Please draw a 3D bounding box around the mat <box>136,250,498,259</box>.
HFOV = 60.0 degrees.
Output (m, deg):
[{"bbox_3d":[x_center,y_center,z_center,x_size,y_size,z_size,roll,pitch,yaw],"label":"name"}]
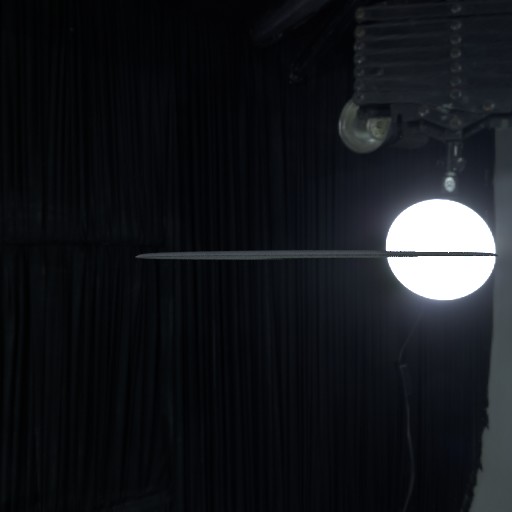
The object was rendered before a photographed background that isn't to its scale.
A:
[{"bbox_3d":[0.000,0.000,1.816,0.917,0.016,1.525,1,-1,-34],"label":"mat"}]
